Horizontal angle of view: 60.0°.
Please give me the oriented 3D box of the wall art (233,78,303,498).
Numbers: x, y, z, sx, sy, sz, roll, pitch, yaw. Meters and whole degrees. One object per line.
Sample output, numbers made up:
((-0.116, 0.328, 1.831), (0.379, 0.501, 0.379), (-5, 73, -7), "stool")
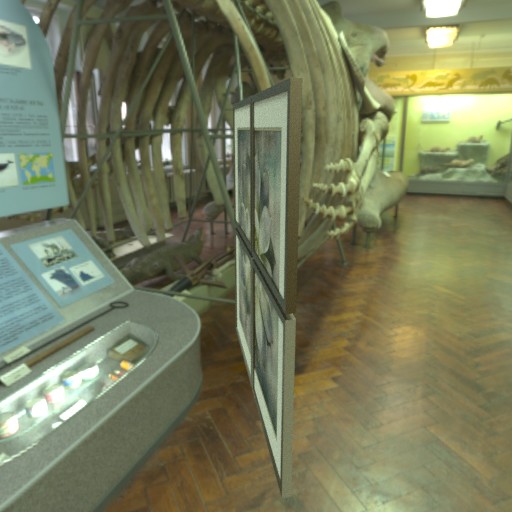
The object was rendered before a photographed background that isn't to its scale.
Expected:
((0.000, 0.000, 1.514), (0.030, 1.032, 1.032), (-3, 16, -9), "wall art")
